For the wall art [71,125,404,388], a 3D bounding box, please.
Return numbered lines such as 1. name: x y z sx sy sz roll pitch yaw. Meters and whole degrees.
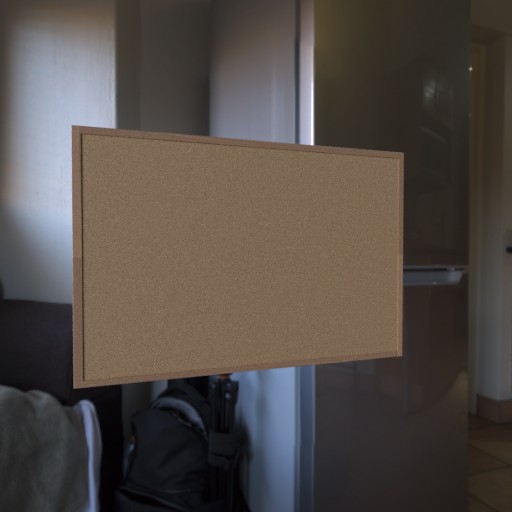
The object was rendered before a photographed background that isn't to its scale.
1. wall art: 0.000 0.000 0.802 0.613 0.407 0.035 0 1 -19
